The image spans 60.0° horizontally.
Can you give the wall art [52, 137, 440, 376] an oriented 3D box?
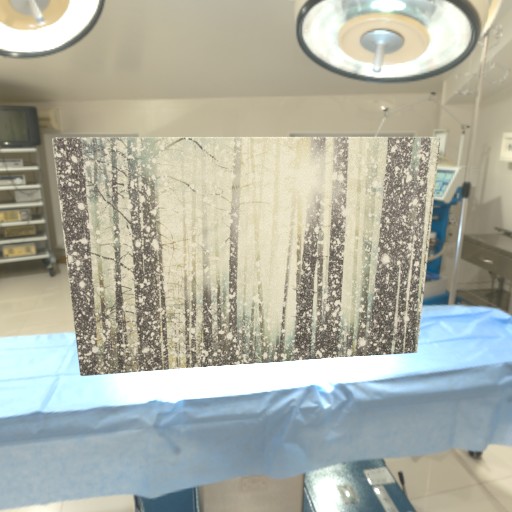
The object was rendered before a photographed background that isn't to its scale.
[{"bbox_3d":[0.000,0.000,0.770,0.618,0.398,0.042,-2,16,-7],"label":"wall art"}]
